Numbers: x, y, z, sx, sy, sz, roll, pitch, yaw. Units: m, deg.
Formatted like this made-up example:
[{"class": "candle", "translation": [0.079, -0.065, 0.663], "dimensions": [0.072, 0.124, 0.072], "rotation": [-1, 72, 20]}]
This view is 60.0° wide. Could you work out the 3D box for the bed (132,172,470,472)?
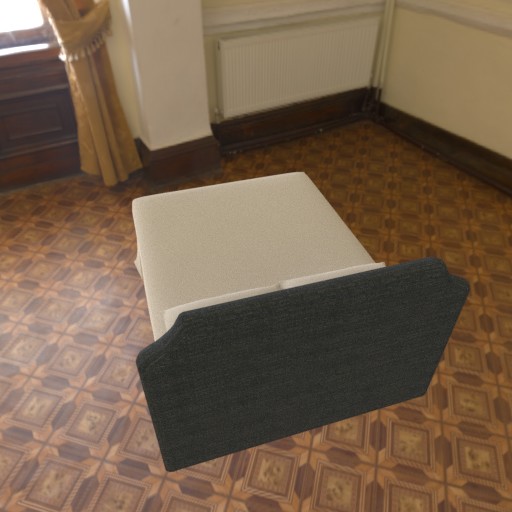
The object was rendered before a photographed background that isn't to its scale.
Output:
[{"class": "bed", "translation": [0.000, 0.000, 3.294], "dimensions": [1.828, 1.297, 2.208], "rotation": [-11, 42, -13]}]
